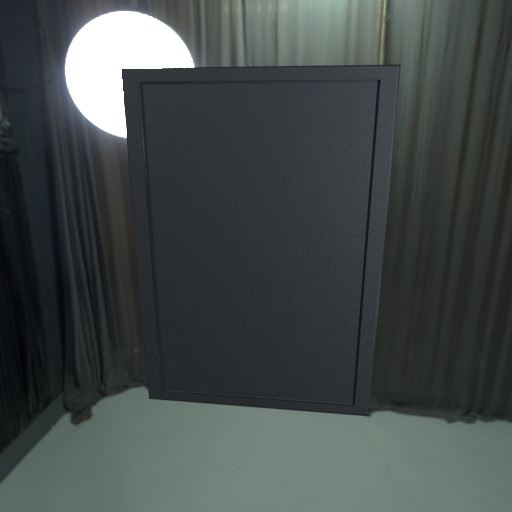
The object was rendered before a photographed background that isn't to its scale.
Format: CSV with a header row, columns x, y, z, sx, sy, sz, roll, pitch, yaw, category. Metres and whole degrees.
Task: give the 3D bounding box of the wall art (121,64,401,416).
x,y,z,sx,sy,sz,roll,pitch,yaw,category
0.000,0.000,0.548,0.303,0.431,0.013,2,18,7,wall art
